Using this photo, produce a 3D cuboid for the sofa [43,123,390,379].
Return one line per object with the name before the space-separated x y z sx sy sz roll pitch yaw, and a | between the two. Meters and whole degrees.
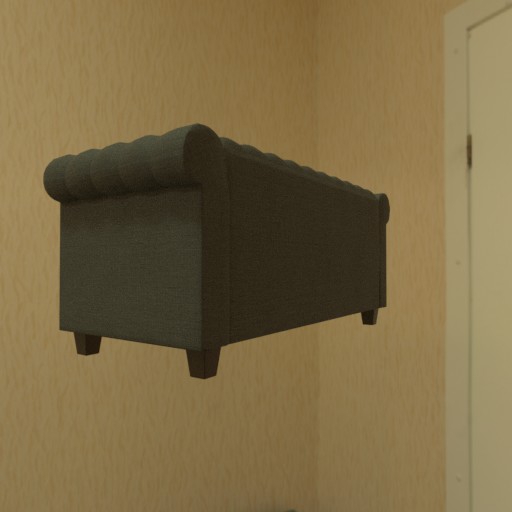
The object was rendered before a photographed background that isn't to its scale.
sofa | 0.000 0.000 2.208 0.783 0.797 1.798 -1 -1 35
